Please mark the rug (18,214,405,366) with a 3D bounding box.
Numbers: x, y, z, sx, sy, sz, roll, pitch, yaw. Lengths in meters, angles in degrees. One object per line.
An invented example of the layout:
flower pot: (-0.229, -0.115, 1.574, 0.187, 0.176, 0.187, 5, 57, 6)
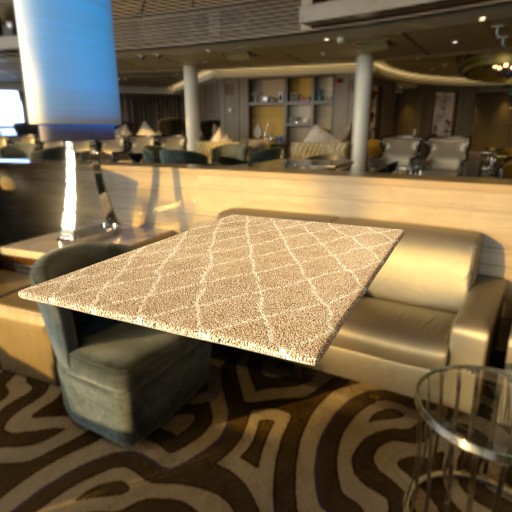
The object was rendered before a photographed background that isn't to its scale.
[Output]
rug: (0.000, 0.000, 2.244, 1.219, 0.030, 1.778, 8, 18, 24)
